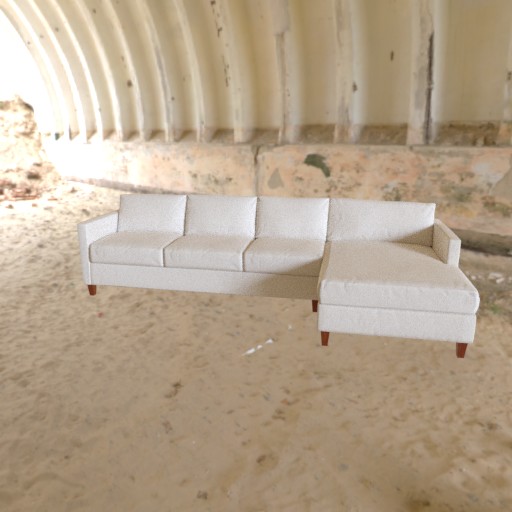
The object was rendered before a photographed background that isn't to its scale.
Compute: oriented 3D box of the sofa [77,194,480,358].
[{"bbox_3d":[0.000,0.000,4.110,3.471,0.954,1.606,3,16,11],"label":"sofa"}]
